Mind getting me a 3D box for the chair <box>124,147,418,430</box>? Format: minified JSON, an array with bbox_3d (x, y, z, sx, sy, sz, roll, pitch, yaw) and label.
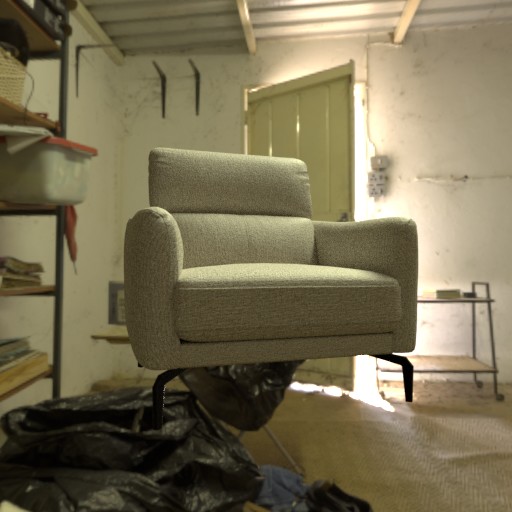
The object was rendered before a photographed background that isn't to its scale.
[{"bbox_3d":[0.000,0.000,1.706,0.972,0.967,0.835,0,-1,-18],"label":"chair"}]
